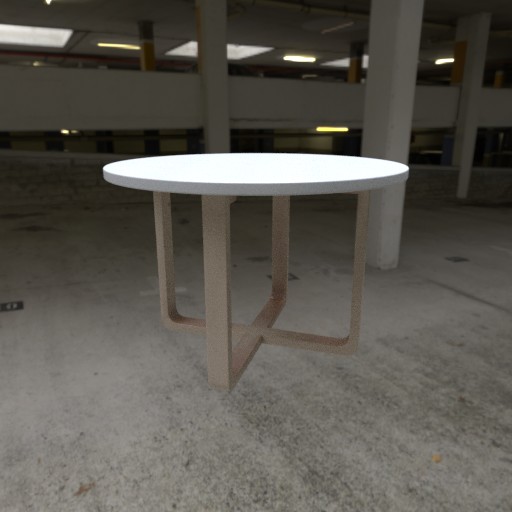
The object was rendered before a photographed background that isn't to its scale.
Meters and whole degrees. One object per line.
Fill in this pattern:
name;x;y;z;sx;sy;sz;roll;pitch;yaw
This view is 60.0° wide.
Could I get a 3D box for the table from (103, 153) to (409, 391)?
table;0.000;0.000;0.973;0.600;0.400;0.600;0;17;0
